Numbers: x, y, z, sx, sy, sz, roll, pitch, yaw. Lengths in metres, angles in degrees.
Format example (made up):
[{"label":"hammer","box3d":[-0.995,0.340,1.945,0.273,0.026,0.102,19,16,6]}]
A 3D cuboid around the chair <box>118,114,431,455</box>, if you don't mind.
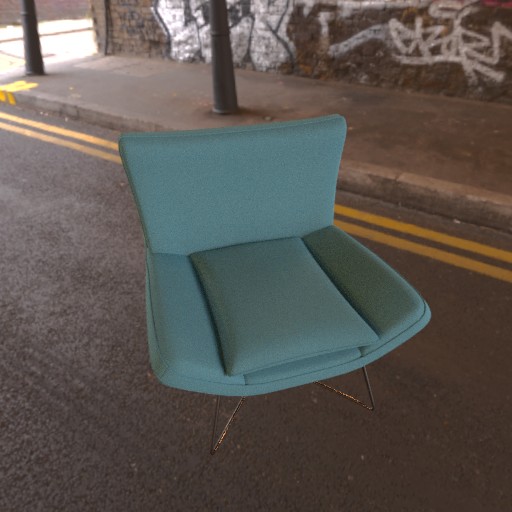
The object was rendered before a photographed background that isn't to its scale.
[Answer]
[{"label":"chair","box3d":[0.000,0.000,1.644,0.859,0.855,1.008,-10,34,-14]}]
